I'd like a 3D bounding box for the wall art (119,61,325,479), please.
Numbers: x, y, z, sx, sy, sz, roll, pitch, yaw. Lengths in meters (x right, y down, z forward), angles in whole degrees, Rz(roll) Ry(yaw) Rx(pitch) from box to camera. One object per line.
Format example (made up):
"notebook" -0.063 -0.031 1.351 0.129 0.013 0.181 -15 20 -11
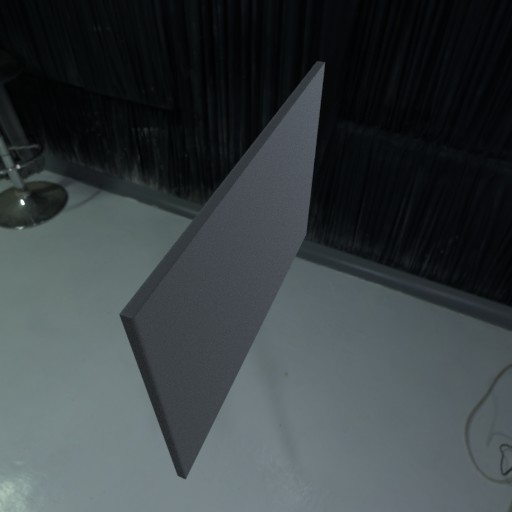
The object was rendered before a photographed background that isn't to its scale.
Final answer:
"wall art" 0.000 0.000 1.174 0.049 0.659 0.964 18 48 17
